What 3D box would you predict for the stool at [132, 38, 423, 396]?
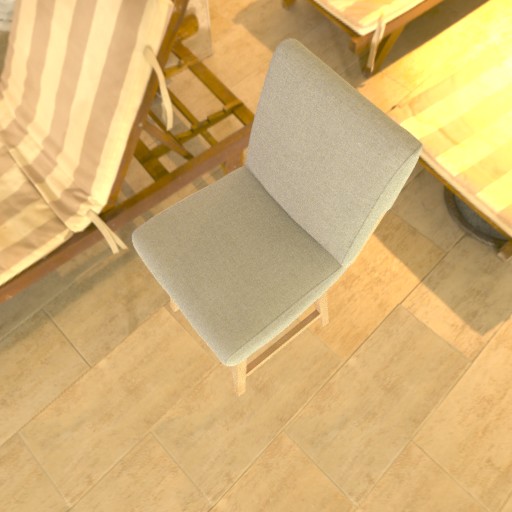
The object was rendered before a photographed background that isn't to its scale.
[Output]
[{"bbox_3d":[0.000,0.000,1.434,0.606,1.085,0.507,-36,70,-16],"label":"stool"}]
